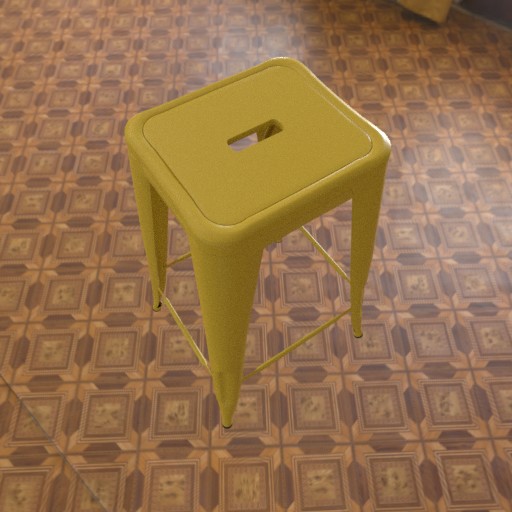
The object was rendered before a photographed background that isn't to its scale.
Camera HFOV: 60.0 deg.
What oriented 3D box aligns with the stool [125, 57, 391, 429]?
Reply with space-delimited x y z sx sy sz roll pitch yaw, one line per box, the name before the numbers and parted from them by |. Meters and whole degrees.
stool | 0.000 0.000 0.842 0.399 0.609 0.359 -30 63 -17
